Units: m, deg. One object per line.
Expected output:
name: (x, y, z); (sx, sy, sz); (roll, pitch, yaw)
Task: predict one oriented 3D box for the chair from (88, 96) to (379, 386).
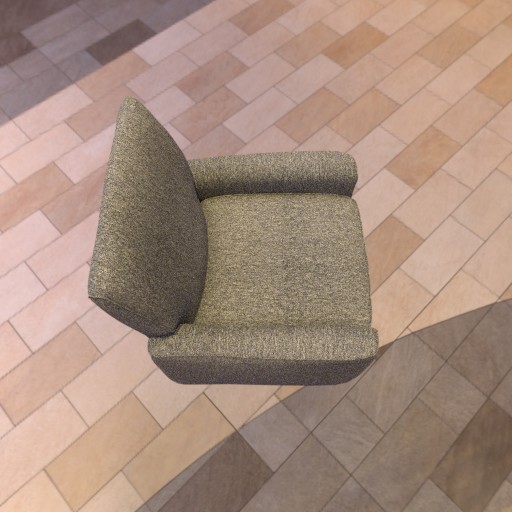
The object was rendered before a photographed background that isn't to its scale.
chair: (0.000, 0.000, 1.660); (0.864, 1.014, 0.848); (0, 64, 0)
